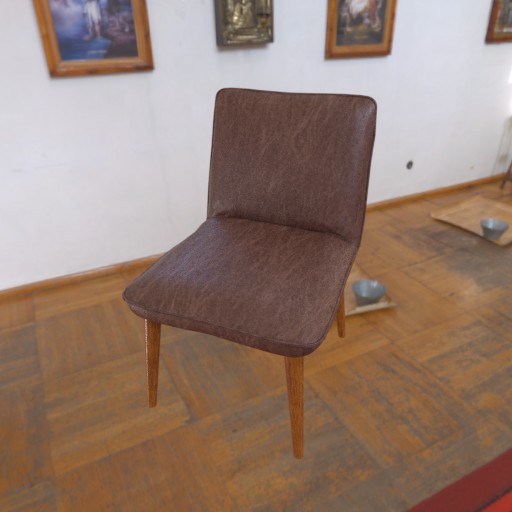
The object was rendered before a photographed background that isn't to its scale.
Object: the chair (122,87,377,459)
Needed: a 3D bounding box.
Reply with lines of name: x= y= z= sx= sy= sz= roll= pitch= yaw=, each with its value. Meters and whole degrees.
chair: x=0.000 y=0.000 z=1.230 sx=0.543 sy=0.803 sz=0.645 roll=8 pitch=29 yaw=16
